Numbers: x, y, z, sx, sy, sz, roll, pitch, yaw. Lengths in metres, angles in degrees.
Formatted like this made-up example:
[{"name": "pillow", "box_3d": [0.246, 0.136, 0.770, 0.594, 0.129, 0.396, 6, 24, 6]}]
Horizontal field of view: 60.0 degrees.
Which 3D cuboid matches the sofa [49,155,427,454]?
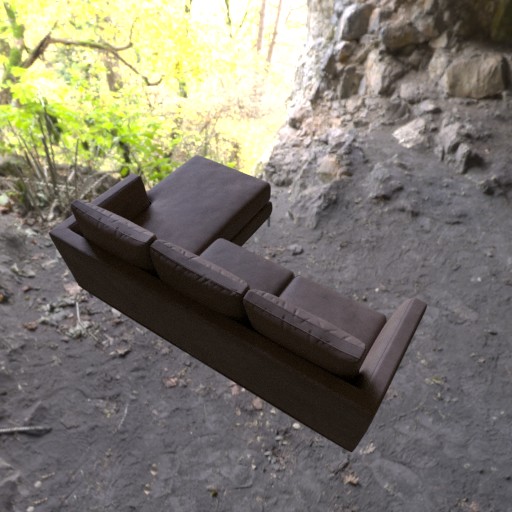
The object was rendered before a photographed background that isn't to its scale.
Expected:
[{"name": "sofa", "box_3d": [0.000, 0.000, 3.288, 2.438, 0.987, 1.622, 25, 51, 22]}]
